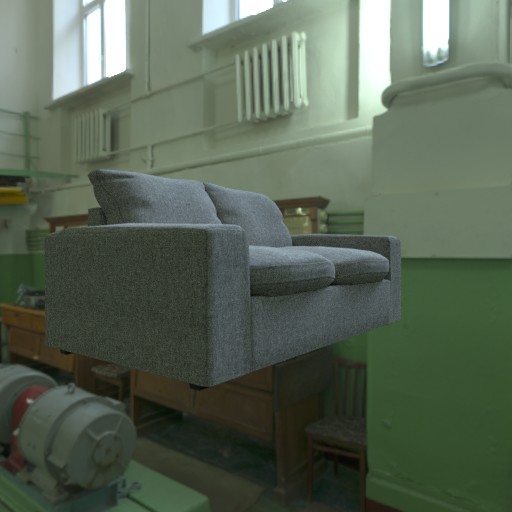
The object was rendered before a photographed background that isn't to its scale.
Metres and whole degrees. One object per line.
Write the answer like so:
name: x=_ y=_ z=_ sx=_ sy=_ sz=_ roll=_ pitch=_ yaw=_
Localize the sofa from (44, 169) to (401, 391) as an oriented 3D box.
sofa: x=0.000 y=0.000 z=2.387 sx=1.094 sy=0.877 sz=1.758 roll=1 pitch=1 yaw=38
